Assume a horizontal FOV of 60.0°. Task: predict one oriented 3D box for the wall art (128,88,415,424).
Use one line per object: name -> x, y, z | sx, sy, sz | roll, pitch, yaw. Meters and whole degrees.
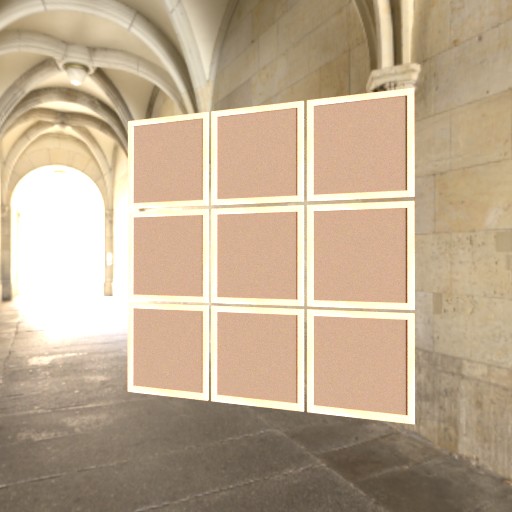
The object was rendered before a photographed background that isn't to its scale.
wall art -> 0.000, 0.000, 1.807 | 1.216, 1.218, 0.013 | 0, 0, 19
